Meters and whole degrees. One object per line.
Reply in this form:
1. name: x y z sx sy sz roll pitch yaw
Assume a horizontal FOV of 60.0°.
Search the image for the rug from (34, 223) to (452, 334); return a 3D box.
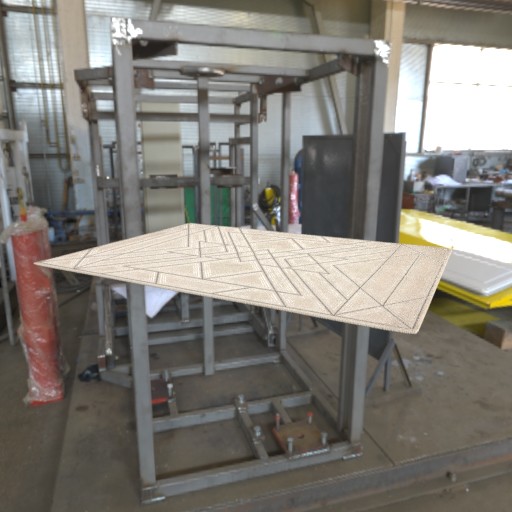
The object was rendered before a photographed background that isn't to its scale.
1. rug: 0.000 0.000 4.371 3.381 0.026 2.436 7 16 27
